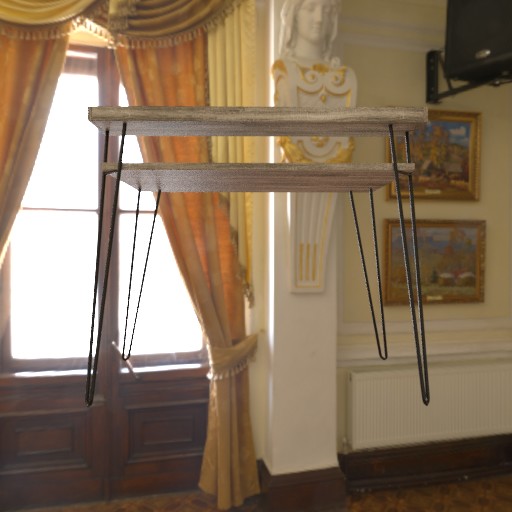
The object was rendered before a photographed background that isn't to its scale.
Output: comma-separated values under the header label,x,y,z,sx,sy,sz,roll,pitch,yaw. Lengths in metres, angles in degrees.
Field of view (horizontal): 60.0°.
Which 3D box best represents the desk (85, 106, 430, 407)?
label,x,y,z,sx,sy,sz,roll,pitch,yaw
desk,0.000,0.000,1.615,1.135,0.899,0.605,0,0,-1
